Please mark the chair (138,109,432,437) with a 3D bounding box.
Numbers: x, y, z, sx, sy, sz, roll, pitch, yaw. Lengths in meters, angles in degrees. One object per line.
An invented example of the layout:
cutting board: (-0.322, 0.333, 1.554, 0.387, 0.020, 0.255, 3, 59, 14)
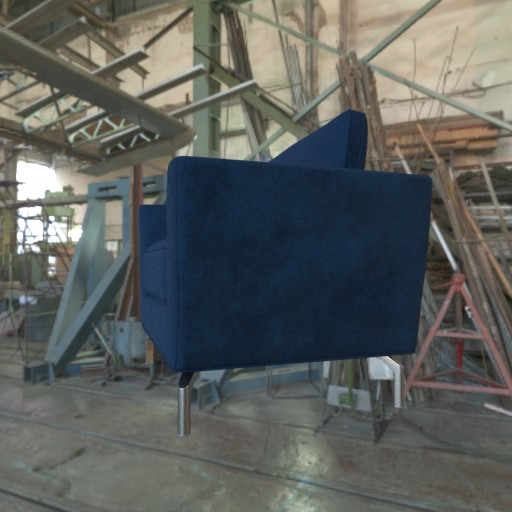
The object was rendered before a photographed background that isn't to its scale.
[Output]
chair: (0.000, 0.000, 1.584, 0.746, 0.893, 0.977, 0, -1, -19)
